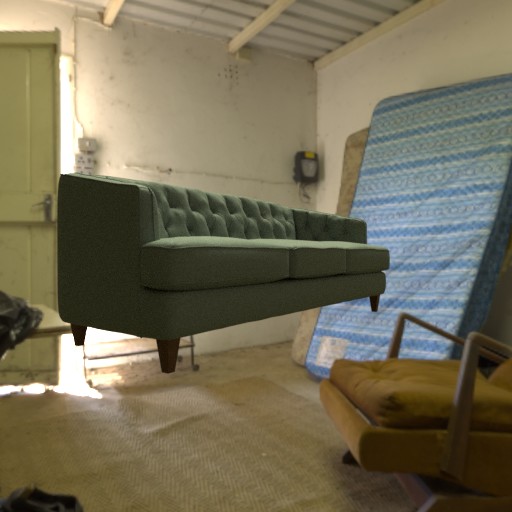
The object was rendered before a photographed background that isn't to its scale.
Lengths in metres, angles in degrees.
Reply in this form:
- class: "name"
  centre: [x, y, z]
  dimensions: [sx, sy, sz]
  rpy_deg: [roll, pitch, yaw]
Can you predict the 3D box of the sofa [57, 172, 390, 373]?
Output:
- class: "sofa"
  centre: [0.000, 0.000, 2.719]
  dimensions: [0.941, 0.855, 2.278]
  rpy_deg: [0, 1, 36]
